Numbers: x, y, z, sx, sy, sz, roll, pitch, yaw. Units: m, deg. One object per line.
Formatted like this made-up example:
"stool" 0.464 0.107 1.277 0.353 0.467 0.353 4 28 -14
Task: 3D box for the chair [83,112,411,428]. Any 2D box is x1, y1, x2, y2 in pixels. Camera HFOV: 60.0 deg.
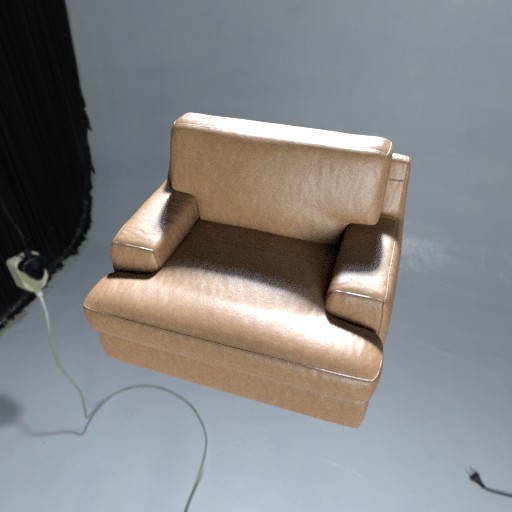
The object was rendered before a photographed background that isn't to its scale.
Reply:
"chair" 0.000 0.000 2.046 1.276 0.978 1.050 12 41 14
